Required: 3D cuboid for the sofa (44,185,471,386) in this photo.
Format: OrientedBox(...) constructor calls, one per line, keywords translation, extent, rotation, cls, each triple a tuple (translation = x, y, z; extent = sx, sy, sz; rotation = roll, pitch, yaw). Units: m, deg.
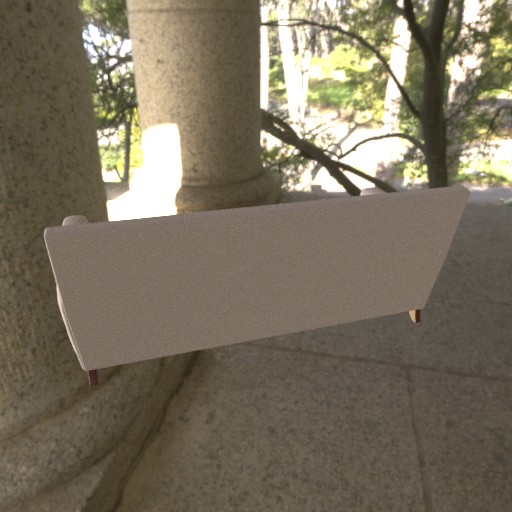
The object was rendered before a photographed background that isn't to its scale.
OrientedBox(translation=(0.000, 0.000, 2.428), extent=(2.000, 0.846, 0.875), rotation=(-8, 26, -16), cls="sofa")
